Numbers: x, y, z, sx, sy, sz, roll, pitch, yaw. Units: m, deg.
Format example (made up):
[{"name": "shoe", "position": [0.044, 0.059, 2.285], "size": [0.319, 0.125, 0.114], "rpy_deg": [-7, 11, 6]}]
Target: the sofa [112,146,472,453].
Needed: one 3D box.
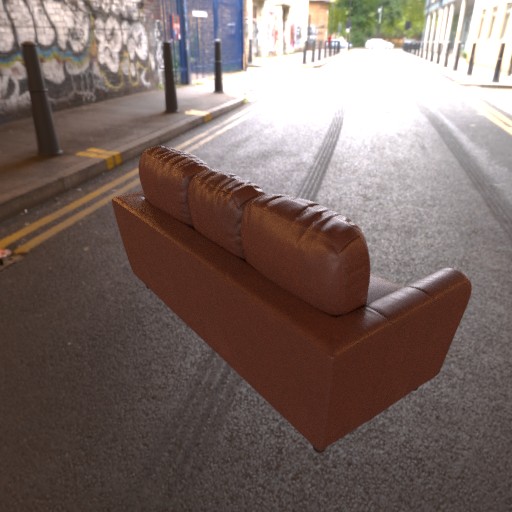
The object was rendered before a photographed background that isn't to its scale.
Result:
[{"name": "sofa", "position": [0.000, 0.000, 2.269], "size": [0.802, 0.915, 1.862], "rpy_deg": [-18, 32, -32]}]
